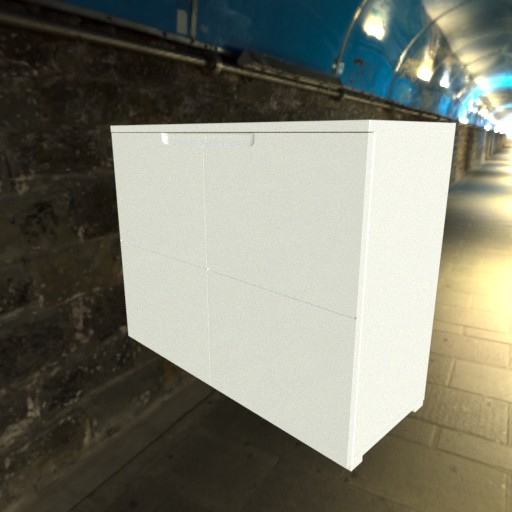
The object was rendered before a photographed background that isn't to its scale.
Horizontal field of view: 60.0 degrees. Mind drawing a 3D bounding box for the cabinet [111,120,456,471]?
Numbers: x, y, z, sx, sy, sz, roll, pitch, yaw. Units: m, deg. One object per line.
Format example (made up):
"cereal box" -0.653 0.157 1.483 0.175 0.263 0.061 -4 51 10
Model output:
"cabinet" 0.000 0.000 1.407 0.400 0.800 1.000 -15 21 -43
